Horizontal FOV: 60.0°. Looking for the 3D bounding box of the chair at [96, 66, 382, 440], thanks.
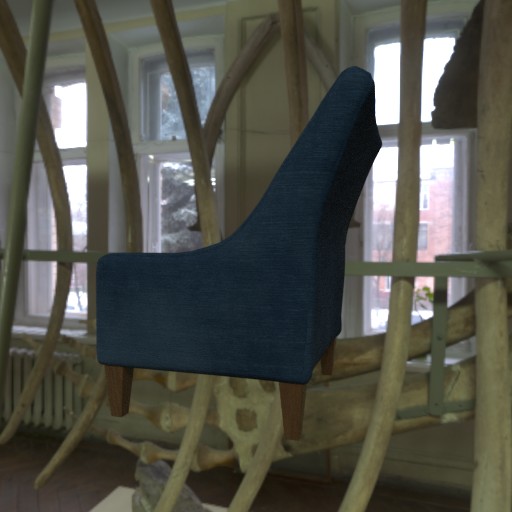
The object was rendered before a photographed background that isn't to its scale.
[{"bbox_3d":[0.000,0.000,1.628,0.870,1.014,0.774,0,1,17],"label":"chair"}]
